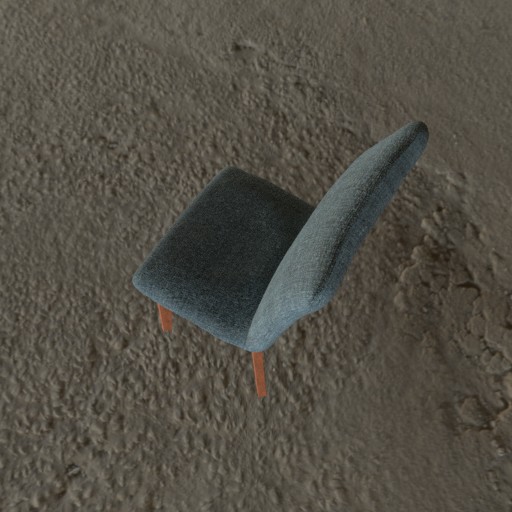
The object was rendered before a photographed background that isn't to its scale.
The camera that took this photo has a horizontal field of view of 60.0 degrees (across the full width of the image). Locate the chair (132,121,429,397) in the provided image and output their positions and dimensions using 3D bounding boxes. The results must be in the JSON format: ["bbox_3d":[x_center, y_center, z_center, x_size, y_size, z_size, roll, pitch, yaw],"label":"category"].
[{"bbox_3d":[0.000,0.000,1.282,0.563,0.974,0.522,29,66,14],"label":"chair"}]
